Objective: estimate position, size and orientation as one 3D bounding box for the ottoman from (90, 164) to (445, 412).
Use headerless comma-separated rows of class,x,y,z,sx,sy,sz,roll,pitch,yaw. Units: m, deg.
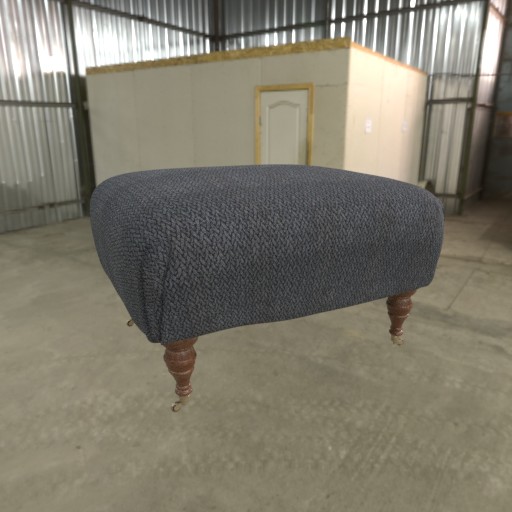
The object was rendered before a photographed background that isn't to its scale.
ottoman,0.000,0.000,1.150,0.747,0.450,0.622,-8,19,-26
